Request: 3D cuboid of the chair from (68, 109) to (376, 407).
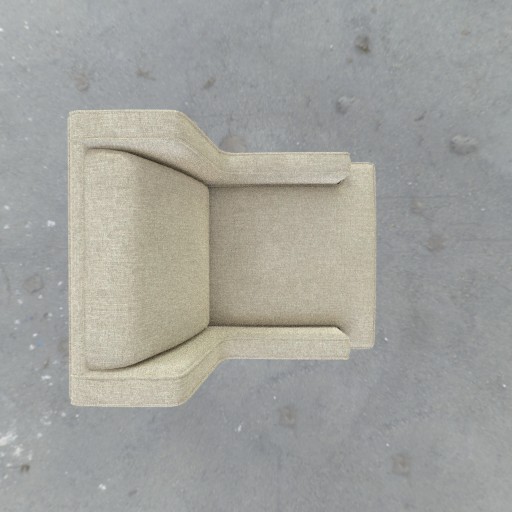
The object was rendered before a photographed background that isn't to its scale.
[{"bbox_3d":[0.000,0.000,1.648,0.948,1.082,0.764,0,91,1],"label":"chair"}]
